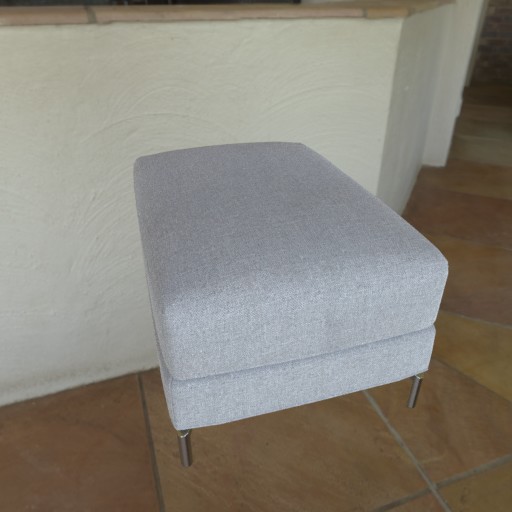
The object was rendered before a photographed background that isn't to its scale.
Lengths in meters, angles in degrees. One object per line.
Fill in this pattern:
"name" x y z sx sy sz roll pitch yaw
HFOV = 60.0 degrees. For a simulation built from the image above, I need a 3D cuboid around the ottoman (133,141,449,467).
"ottoman" 0.000 0.000 1.192 0.584 0.457 0.838 -9 32 -14
